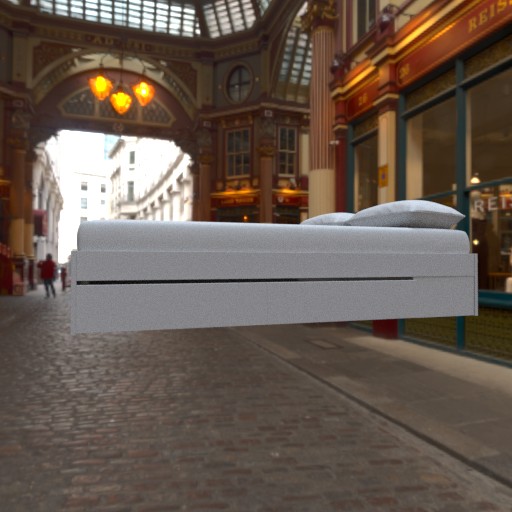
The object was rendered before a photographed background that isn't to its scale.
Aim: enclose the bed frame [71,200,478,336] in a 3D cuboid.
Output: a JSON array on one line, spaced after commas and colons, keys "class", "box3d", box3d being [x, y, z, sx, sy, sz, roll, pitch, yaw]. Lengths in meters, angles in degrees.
[{"class": "bed frame", "box3d": [0.000, 0.000, 2.666, 1.950, 0.629, 1.450, 0, -1, -18]}]
